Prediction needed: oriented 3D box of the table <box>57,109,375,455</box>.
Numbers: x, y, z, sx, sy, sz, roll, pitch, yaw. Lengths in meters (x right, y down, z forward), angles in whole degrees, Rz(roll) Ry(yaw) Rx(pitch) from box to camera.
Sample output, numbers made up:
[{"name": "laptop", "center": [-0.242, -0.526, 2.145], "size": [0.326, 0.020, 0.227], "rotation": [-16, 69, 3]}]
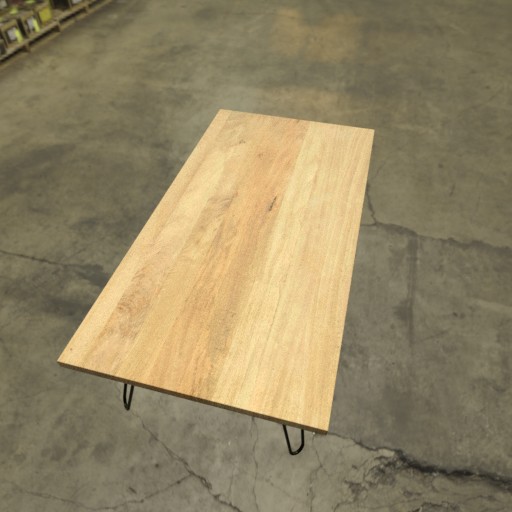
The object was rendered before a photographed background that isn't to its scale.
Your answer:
[{"name": "table", "center": [0.000, 0.000, 1.667], "size": [0.699, 0.400, 1.348], "rotation": [11, 47, 10]}]
